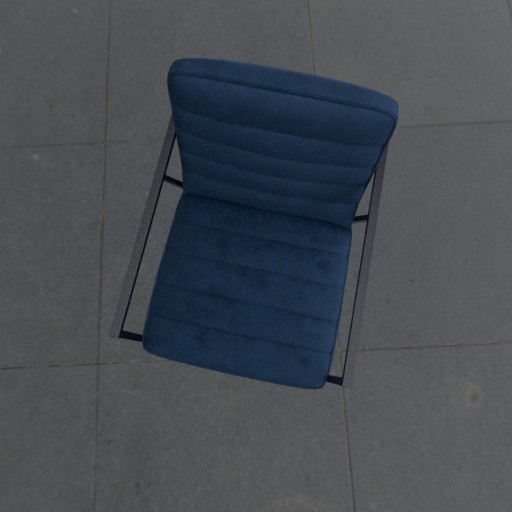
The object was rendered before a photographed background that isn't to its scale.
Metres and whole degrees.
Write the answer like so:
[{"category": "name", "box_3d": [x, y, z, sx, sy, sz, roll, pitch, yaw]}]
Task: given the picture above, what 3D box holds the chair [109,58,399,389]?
[{"category": "chair", "box_3d": [0.000, 0.000, 1.283, 0.571, 0.833, 0.677, 12, 77, 3]}]
